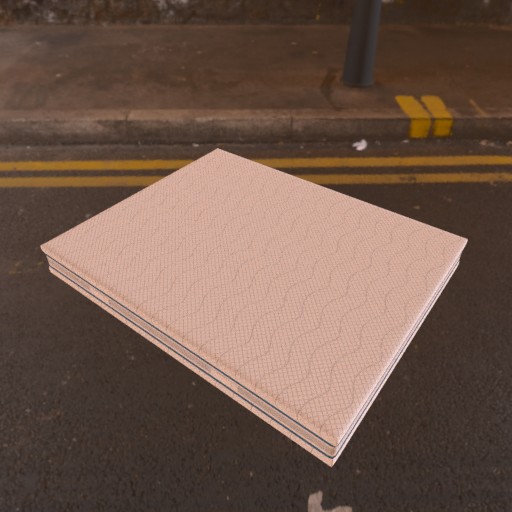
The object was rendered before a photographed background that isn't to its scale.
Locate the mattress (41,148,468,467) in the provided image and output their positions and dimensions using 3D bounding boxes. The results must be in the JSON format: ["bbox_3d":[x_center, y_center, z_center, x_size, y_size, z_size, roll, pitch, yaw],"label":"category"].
[{"bbox_3d":[0.000,0.000,2.712,2.000,0.230,1.600,26,46,28],"label":"mattress"}]
